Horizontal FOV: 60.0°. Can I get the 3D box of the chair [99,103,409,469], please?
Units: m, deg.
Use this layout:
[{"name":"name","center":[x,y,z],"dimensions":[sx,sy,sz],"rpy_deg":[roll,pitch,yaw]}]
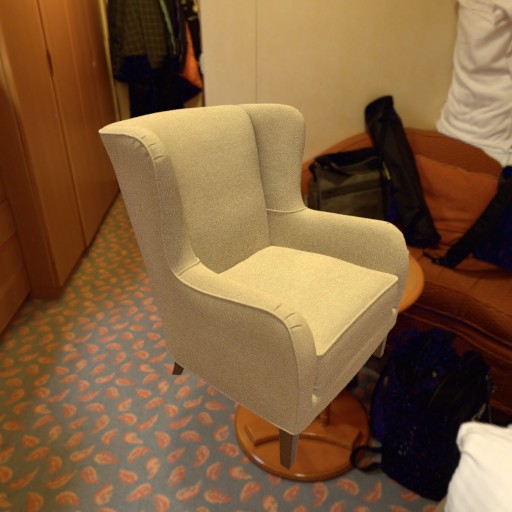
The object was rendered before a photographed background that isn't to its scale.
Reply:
[{"name":"chair","center":[0.000,0.000,1.742],"dimensions":[0.966,1.040,0.838],"rpy_deg":[19,32,33]}]
